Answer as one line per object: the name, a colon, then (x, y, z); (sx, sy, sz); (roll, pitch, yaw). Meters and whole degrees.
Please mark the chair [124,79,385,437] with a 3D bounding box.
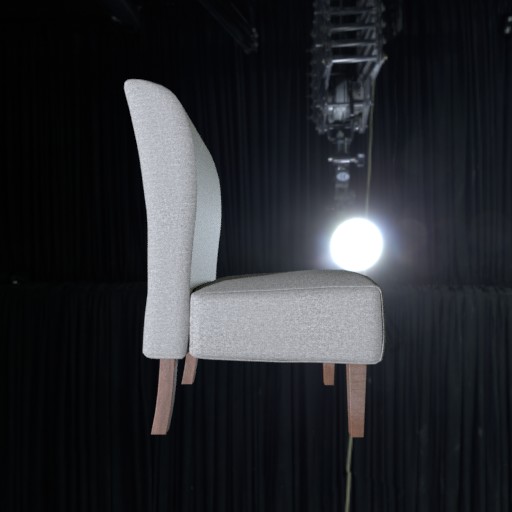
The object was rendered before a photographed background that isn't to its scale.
chair: (0.000, 0.000, 1.203); (0.592, 0.804, 0.513); (0, 0, 0)
